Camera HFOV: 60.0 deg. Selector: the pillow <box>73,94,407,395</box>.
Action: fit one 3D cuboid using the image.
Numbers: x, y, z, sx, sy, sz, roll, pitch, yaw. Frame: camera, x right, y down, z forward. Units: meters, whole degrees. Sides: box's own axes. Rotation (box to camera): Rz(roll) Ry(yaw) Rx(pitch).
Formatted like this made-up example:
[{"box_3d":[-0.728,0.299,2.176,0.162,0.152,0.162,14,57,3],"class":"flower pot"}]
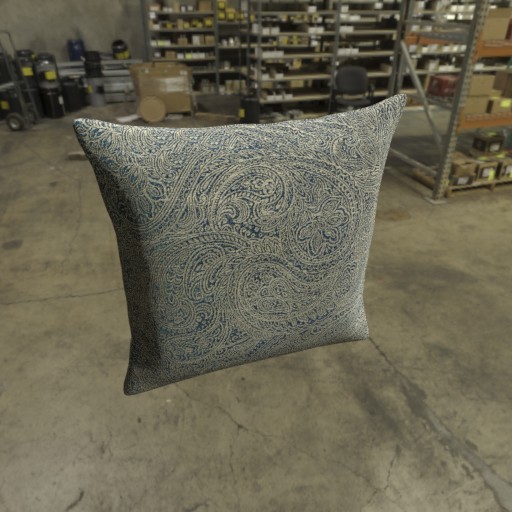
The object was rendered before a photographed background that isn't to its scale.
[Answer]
[{"box_3d":[0.000,0.000,0.777,0.523,0.510,0.166,-10,32,-16],"class":"pillow"}]
